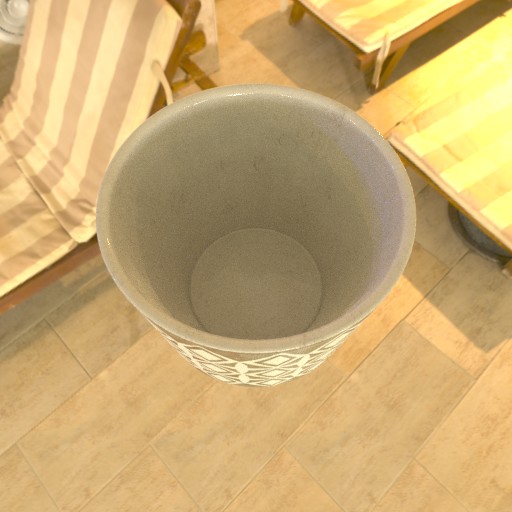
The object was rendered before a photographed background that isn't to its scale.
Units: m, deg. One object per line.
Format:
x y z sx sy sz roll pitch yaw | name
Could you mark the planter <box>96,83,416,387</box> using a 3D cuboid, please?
0.000 0.000 0.461 0.260 0.220 0.260 0 63 0 | planter
